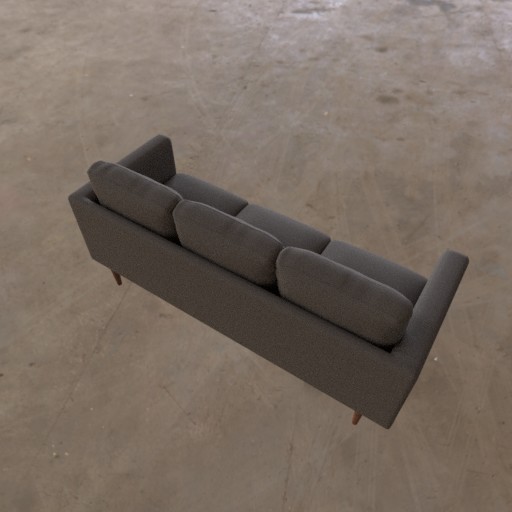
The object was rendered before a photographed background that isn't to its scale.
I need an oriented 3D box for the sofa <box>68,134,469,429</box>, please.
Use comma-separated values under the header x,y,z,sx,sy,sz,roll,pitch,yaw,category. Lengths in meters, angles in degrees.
x,y,z,sx,sy,sz,roll,pitch,yaw,category
0.000,0.000,2.505,2.029,0.912,0.802,26,52,22,sofa
